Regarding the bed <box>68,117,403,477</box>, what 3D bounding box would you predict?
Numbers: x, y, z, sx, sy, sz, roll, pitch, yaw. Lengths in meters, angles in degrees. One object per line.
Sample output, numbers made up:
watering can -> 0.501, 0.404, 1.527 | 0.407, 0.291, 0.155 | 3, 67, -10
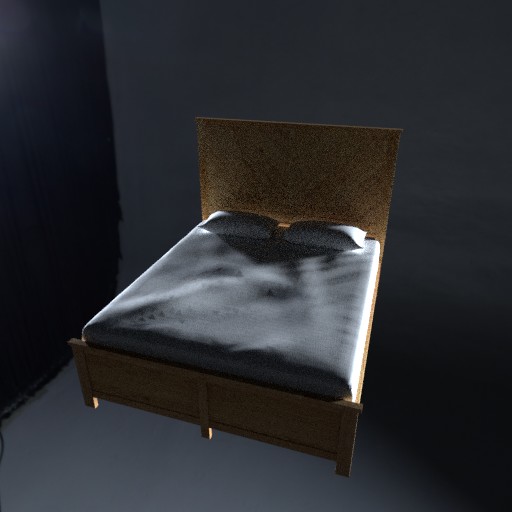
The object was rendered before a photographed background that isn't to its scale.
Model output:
bed -> 0.000, 0.000, 3.515 | 1.936, 1.686, 2.201 | 8, 28, 16
